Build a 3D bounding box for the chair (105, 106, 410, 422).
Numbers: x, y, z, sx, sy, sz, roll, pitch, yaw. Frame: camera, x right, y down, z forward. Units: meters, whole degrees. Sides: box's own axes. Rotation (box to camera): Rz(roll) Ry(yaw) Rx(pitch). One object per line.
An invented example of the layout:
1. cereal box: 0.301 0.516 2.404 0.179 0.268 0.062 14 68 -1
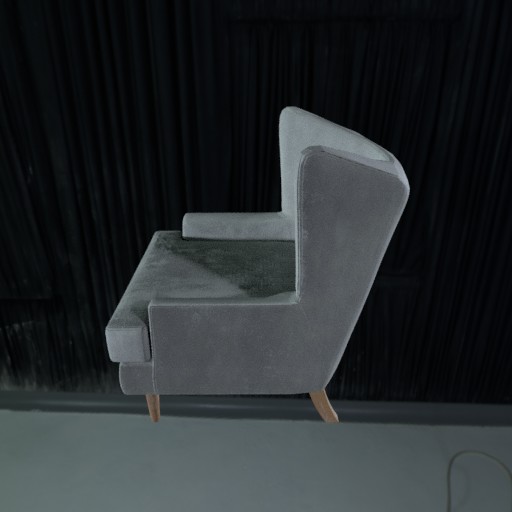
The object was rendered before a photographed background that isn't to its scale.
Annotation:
1. chair: 0.000 0.000 1.618 0.906 0.950 0.784 0 26 0
